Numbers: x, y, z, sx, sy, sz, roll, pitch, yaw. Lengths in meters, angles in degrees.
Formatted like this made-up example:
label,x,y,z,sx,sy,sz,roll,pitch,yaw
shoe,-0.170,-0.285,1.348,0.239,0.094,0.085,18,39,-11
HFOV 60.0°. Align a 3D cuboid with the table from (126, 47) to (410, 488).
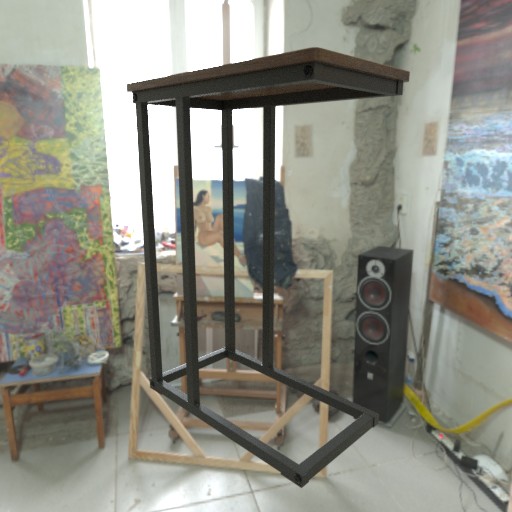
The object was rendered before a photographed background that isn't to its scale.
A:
label,x,y,z,sx,sy,sz,roll,pitch,yaw
table,0.000,0.000,0.848,0.450,0.637,0.254,13,19,43
